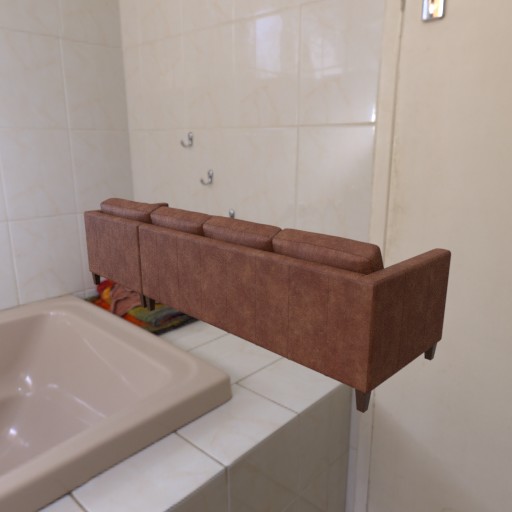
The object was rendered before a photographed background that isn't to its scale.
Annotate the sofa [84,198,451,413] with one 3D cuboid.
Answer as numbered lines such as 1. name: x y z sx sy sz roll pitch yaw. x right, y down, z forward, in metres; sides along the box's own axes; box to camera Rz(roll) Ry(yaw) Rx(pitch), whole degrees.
1. sofa: 0.000 0.000 3.850 3.203 0.883 1.581 14 20 43
